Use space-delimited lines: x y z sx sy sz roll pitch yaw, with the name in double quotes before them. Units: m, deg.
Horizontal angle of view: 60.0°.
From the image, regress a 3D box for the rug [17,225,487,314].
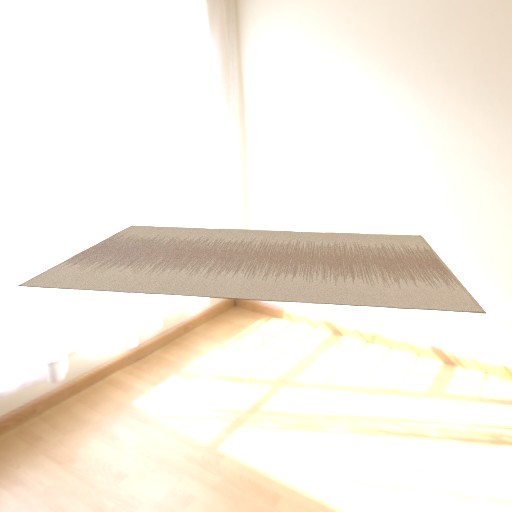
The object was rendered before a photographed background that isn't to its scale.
"rug" 0.000 0.000 2.989 2.440 0.012 1.522 3 17 8
